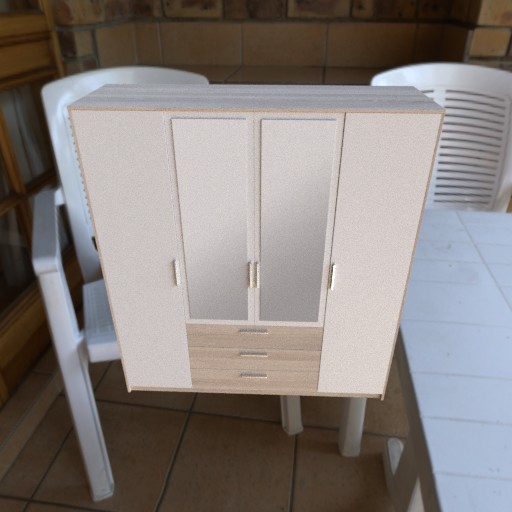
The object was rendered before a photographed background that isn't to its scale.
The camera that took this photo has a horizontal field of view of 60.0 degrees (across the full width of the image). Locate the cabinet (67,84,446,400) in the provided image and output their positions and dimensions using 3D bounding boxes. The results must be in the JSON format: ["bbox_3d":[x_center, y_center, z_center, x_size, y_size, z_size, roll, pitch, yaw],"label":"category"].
[{"bbox_3d":[0.000,0.000,2.967,1.870,2.060,0.620,1,31,2],"label":"cabinet"}]
